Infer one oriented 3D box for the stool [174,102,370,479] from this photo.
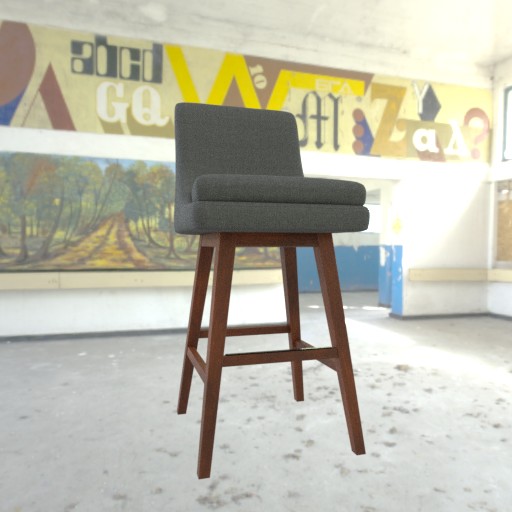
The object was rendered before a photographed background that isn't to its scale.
[{"bbox_3d":[0.000,0.000,1.260,0.447,0.977,0.524,0,1,-17],"label":"stool"}]
